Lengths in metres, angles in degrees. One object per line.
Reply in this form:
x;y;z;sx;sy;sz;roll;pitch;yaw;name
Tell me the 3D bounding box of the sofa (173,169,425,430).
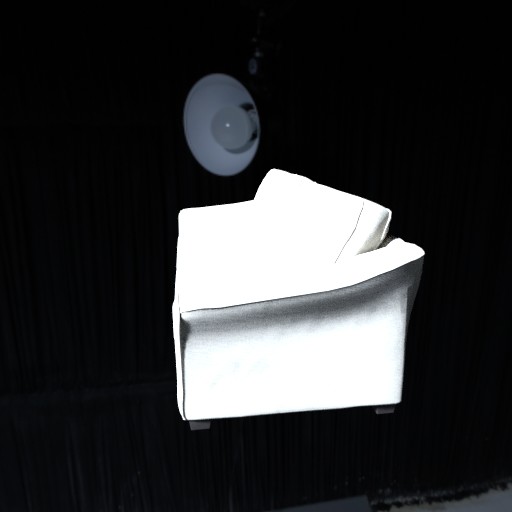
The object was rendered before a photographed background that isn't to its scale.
0.000;0.000;2.749;0.980;0.965;2.270;-2;15;-9;sofa
